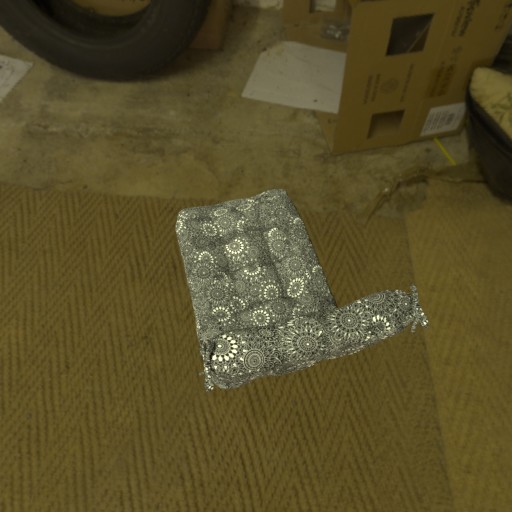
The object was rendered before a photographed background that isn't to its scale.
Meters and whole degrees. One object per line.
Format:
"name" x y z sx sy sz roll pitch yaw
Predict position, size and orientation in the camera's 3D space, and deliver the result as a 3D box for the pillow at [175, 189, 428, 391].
"pillow" 0.000 0.000 1.517 0.526 0.863 1.016 -13 60 -8
